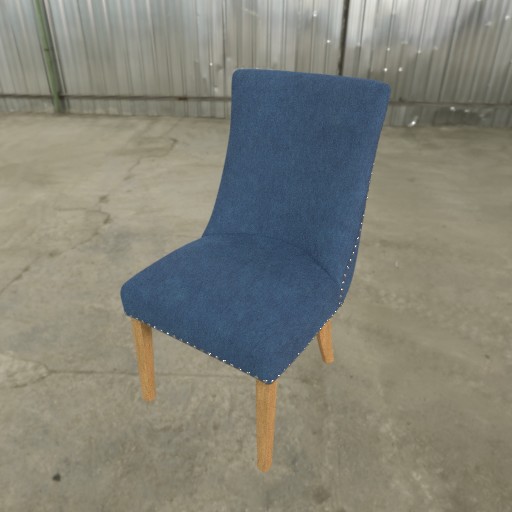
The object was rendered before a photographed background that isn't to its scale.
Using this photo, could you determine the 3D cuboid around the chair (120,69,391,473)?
[{"bbox_3d":[0.000,0.000,1.249,0.495,0.902,0.610,18,35,29],"label":"chair"}]
